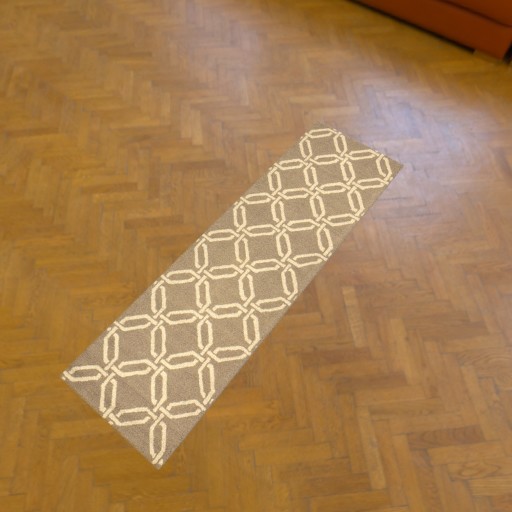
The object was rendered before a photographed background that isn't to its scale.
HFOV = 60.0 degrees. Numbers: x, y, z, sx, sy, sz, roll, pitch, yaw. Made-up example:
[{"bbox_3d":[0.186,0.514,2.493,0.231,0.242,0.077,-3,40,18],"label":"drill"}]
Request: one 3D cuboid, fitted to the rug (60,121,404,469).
[{"bbox_3d":[0.000,0.000,2.529,0.678,0.014,2.276,34,64,19],"label":"rug"}]
